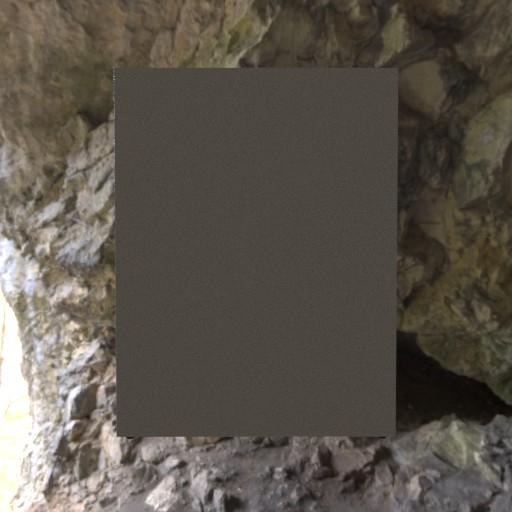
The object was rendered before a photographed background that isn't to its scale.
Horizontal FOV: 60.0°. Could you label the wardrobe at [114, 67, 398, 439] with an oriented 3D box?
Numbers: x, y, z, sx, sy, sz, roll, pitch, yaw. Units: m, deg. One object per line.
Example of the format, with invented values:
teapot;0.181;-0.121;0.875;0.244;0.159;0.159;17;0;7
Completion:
wardrobe;0.000;0.000;1.595;0.900;1.200;0.360;0;1;0
